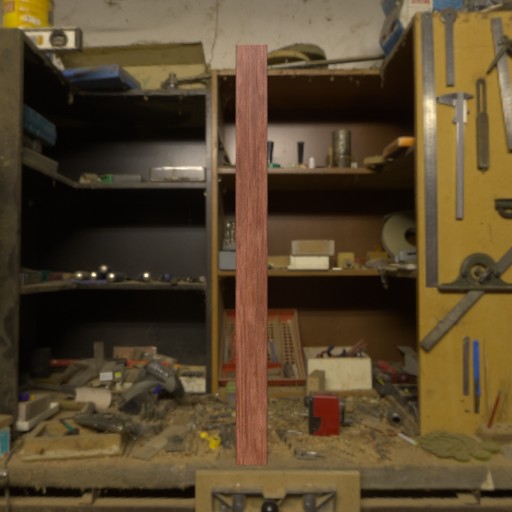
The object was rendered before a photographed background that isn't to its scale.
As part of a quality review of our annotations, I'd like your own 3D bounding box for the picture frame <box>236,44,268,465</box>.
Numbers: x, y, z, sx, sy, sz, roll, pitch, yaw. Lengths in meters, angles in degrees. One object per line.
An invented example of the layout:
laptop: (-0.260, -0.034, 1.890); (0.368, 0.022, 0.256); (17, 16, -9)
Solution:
picture frame: (0.000, 0.000, 0.538); (0.025, 0.330, 0.381); (0, 0, 1)
